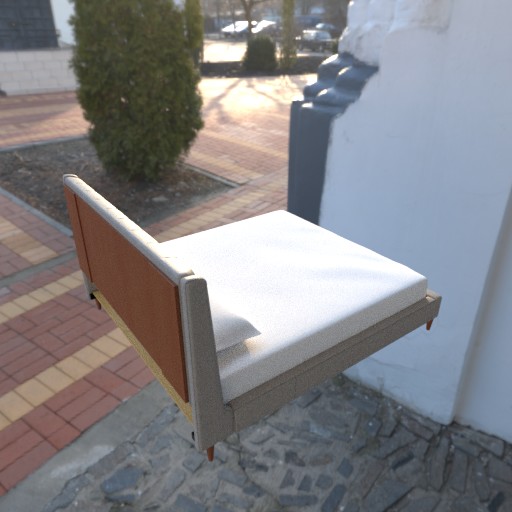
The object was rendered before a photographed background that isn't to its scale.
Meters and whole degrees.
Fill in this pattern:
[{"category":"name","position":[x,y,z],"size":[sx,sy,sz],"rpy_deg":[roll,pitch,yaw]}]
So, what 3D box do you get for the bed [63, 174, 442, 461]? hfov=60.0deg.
[{"category":"bed","position":[0.000,0.000,3.657],"size":[2.342,1.289,2.062],"rpy_deg":[-19,33,-32]}]
